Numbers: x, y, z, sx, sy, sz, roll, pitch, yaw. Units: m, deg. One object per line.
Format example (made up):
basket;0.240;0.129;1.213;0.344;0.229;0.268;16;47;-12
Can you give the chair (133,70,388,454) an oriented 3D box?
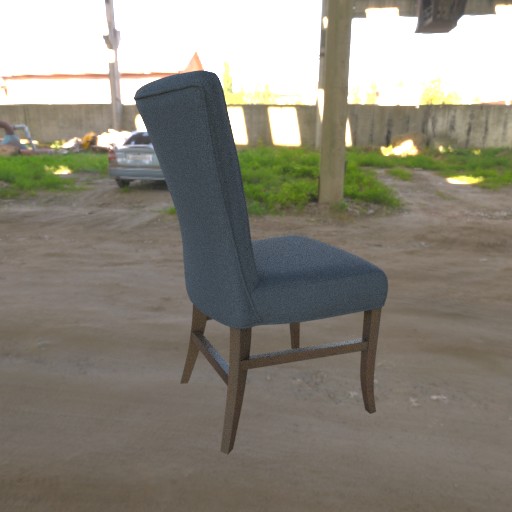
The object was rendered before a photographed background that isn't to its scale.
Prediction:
chair;0.000;0.000;1.361;0.660;0.991;0.520;-8;18;-25
